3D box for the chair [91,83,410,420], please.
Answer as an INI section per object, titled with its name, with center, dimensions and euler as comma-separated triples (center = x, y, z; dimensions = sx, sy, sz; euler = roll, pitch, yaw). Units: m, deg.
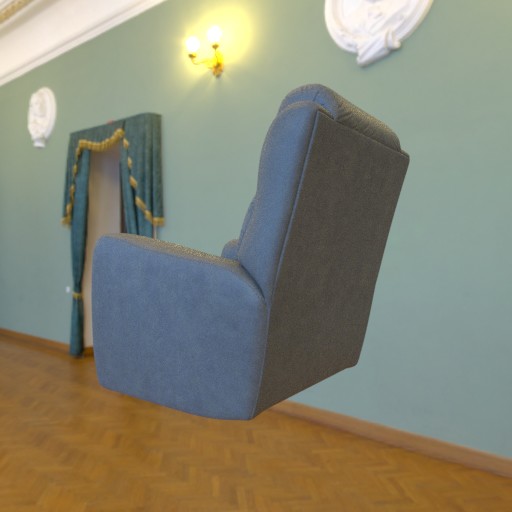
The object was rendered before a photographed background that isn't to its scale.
[chair]
center = 0.000, 0.000, 1.903
dimensions = 1.068, 1.116, 0.967
euler = 1, 1, 37
